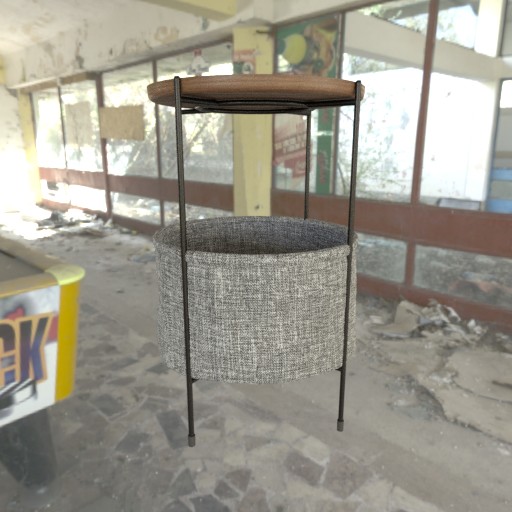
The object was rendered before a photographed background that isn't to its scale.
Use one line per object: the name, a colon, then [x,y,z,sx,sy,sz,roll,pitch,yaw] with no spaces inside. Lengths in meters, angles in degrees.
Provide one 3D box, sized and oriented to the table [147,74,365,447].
table: [0.000,0.000,0.880,0.400,0.623,0.400,-2,14,-9]
